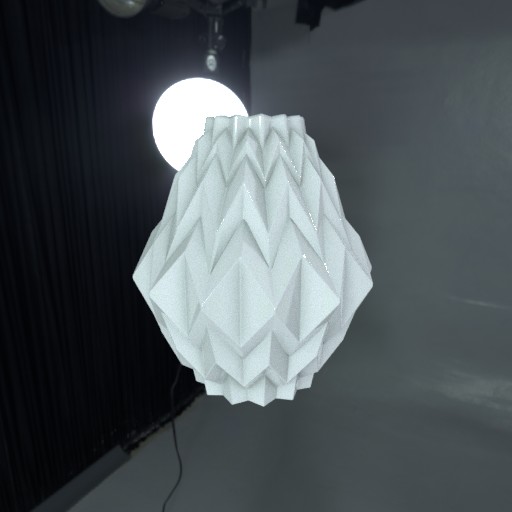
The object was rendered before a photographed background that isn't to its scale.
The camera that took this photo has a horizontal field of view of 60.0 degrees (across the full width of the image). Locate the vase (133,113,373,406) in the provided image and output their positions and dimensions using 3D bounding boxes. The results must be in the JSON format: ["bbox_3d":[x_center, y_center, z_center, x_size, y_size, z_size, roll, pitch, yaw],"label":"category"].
[{"bbox_3d":[0.000,0.000,0.308,0.164,0.185,0.164,0,14,0],"label":"vase"}]
